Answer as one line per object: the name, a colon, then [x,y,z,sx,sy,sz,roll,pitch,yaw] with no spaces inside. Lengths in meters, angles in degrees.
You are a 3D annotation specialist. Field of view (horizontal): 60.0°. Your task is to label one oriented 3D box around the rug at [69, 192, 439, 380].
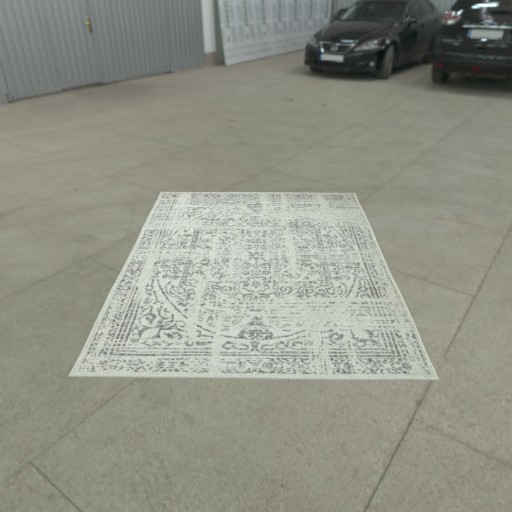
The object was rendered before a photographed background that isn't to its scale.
rug: [0.000,0.000,3.989,2.311,0.032,2.921,0,31,1]
